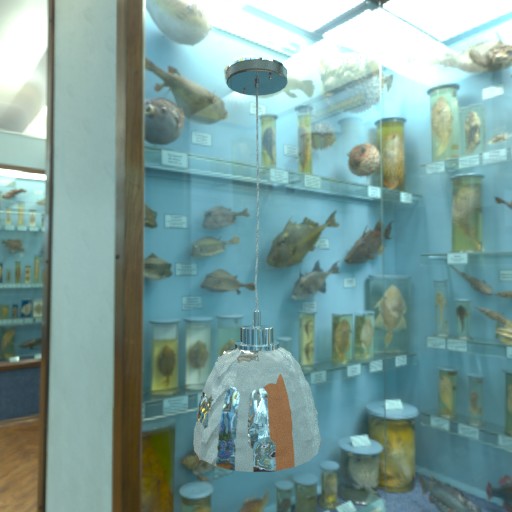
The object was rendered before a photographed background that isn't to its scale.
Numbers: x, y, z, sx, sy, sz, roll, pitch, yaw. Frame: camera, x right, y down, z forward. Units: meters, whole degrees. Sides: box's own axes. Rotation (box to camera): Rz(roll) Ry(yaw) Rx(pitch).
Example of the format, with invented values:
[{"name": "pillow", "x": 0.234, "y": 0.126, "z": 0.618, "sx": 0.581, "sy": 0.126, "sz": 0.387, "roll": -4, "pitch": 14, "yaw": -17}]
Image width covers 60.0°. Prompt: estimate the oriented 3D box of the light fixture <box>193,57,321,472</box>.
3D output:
[{"name": "light fixture", "x": 0.000, "y": 0.000, "z": 1.792, "sx": 0.500, "sy": 1.511, "sz": 0.496, "roll": 1, "pitch": -2, "yaw": -36}]
